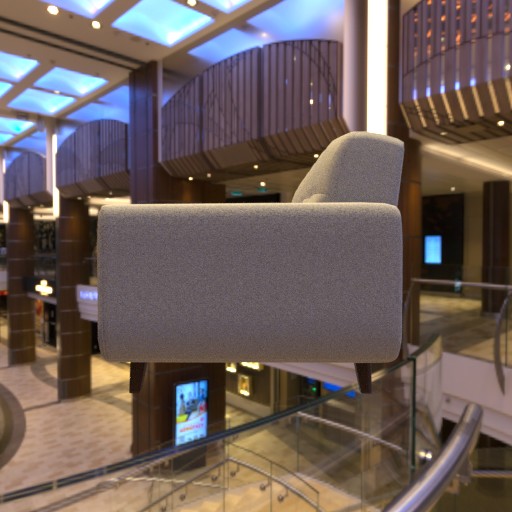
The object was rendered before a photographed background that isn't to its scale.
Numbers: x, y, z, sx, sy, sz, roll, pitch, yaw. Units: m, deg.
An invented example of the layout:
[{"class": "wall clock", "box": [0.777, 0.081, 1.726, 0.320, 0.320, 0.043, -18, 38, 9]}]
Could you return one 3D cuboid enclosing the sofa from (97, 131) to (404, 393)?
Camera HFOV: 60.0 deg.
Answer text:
[{"class": "sofa", "box": [0.000, 0.000, 2.152, 0.980, 0.892, 1.655, 0, 1, 0]}]
